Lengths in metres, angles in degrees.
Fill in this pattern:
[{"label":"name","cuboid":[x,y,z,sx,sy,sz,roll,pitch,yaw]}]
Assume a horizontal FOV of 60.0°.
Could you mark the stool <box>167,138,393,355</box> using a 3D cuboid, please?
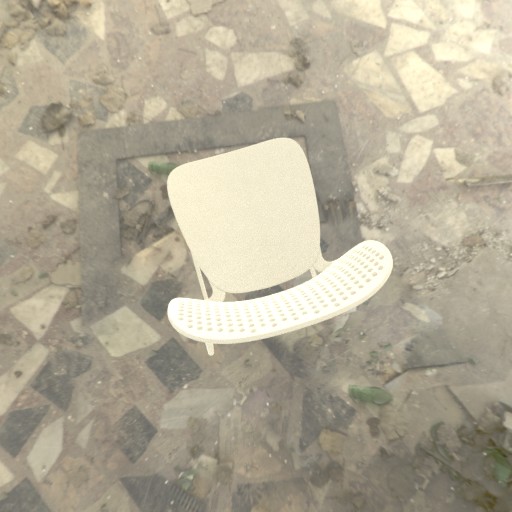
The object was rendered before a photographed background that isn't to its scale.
[{"label":"stool","cuboid":[0.000,0.000,1.355,0.536,1.045,0.535,-17,77,-4]}]
